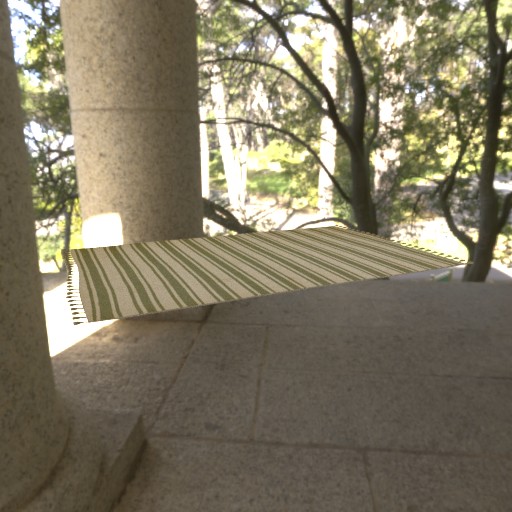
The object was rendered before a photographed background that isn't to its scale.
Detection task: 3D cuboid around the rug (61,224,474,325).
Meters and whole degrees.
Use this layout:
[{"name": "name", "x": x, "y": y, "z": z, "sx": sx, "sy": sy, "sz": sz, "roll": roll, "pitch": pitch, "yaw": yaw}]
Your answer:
[{"name": "rug", "x": 0.000, "y": 0.000, "z": 2.334, "sx": 1.875, "sy": 0.013, "sz": 1.162, "roll": -7, "pitch": 16, "yaw": -24}]
